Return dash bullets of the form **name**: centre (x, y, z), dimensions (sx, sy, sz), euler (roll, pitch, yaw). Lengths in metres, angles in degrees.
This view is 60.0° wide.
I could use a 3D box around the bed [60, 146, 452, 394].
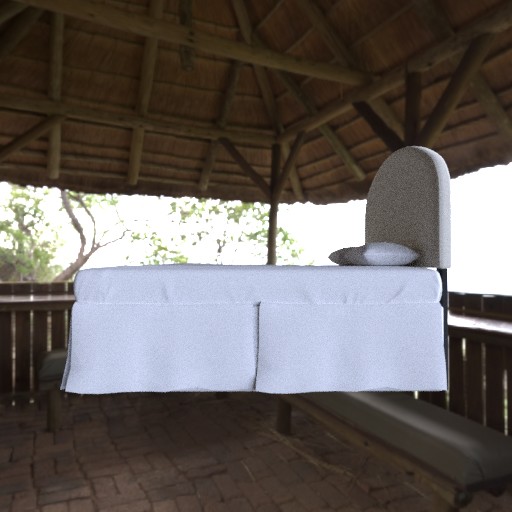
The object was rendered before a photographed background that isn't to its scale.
- **bed**: centre (0.000, 0.000, 3.018), dimensions (2.005, 1.410, 1.607), euler (0, -1, 0)
